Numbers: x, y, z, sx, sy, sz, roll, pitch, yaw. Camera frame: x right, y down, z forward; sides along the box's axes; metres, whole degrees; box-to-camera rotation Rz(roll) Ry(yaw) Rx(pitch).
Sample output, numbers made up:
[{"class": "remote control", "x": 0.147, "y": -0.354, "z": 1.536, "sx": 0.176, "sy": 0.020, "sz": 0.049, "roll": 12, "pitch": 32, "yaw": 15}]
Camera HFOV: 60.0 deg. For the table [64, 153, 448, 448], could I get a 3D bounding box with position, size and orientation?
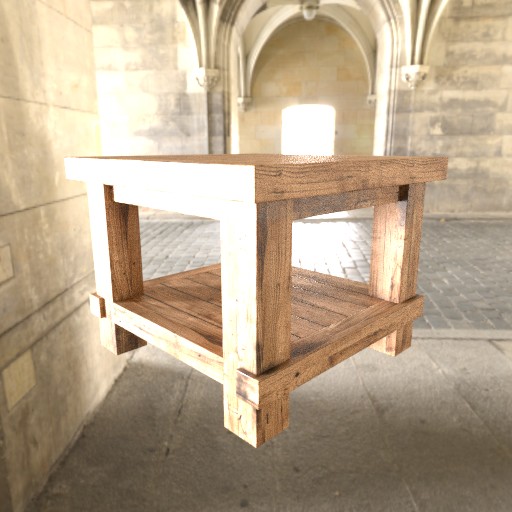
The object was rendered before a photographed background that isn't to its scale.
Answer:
[{"class": "table", "x": 0.000, "y": 0.000, "z": 1.048, "sx": 0.610, "sy": 0.457, "sz": 0.610, "roll": -14, "pitch": 19, "yaw": -43}]
